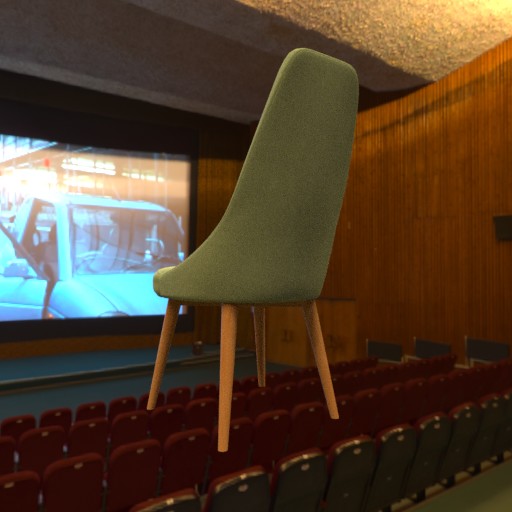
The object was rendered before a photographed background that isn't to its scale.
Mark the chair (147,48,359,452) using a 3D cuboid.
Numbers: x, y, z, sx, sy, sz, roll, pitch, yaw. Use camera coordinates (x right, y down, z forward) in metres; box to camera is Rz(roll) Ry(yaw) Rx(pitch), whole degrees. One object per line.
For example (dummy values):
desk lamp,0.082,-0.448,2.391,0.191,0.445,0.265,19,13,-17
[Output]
chair,0.000,0.000,1.409,0.510,1.040,0.660,1,-1,-36
